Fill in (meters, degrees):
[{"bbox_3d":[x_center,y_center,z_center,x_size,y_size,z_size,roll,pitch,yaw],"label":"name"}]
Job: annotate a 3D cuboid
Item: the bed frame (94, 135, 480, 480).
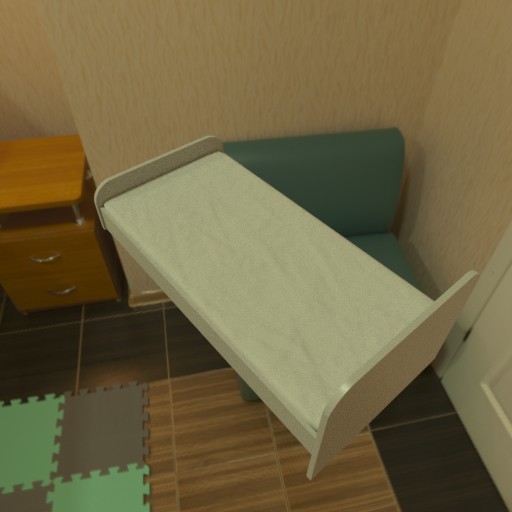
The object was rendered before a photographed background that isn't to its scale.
[{"bbox_3d":[0.000,0.000,2.523,0.998,0.805,1.963,-32,54,-27],"label":"bed frame"}]
